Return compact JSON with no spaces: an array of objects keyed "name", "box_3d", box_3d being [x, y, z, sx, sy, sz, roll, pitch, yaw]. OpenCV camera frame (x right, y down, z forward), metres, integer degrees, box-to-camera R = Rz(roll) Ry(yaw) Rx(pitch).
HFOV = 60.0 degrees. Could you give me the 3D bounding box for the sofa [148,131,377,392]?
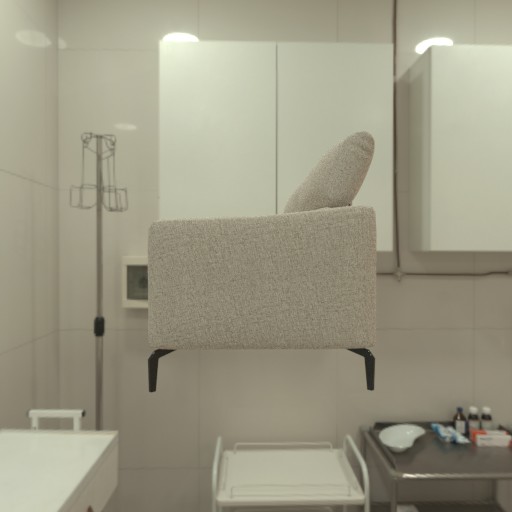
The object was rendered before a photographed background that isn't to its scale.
[{"name":"sofa","box_3d":[0.000,0.000,2.504,0.856,0.956,2.015,0,0,-1]}]
